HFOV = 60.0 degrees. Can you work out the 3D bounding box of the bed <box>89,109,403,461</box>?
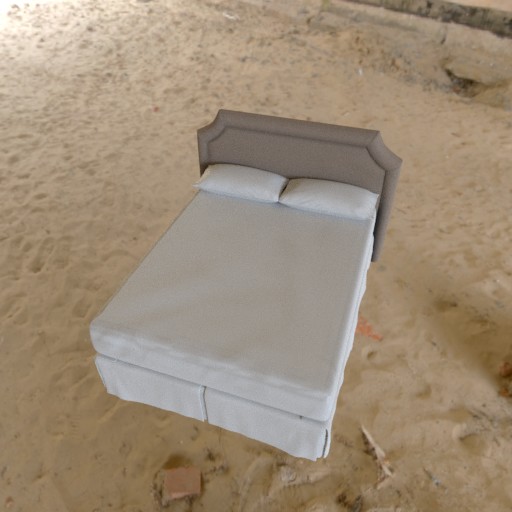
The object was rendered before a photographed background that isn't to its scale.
[{"bbox_3d":[0.000,0.000,3.356,1.828,1.303,2.164,12,42,14],"label":"bed"}]
